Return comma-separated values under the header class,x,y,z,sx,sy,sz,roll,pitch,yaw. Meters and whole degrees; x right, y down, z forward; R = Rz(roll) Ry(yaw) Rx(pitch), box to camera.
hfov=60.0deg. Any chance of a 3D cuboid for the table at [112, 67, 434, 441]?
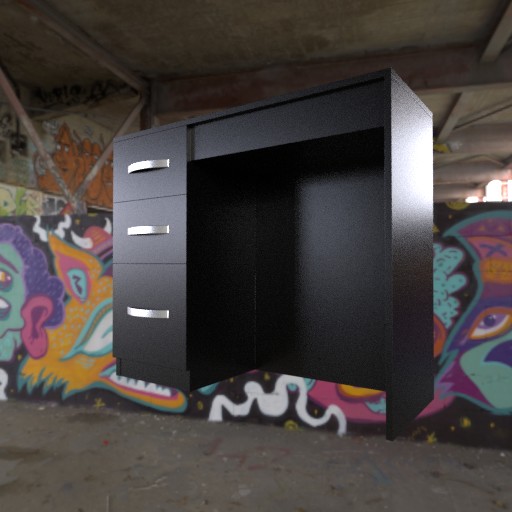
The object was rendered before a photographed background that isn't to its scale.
class,x,y,z,sx,sy,sz,roll,pitch,yaw
table,0.000,0.000,1.336,0.930,0.790,0.380,-1,-1,35
